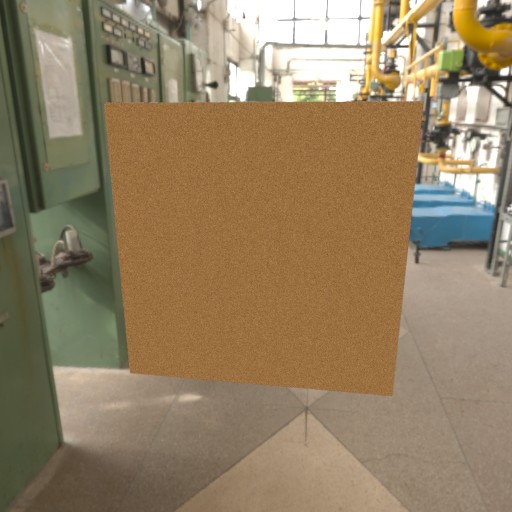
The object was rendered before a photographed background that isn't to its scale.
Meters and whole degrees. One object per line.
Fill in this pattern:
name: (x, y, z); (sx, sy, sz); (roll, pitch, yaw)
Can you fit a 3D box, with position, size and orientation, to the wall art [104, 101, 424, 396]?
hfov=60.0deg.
wall art: (0.000, 0.000, 0.619); (0.404, 0.406, 0.010); (3, 18, 8)
